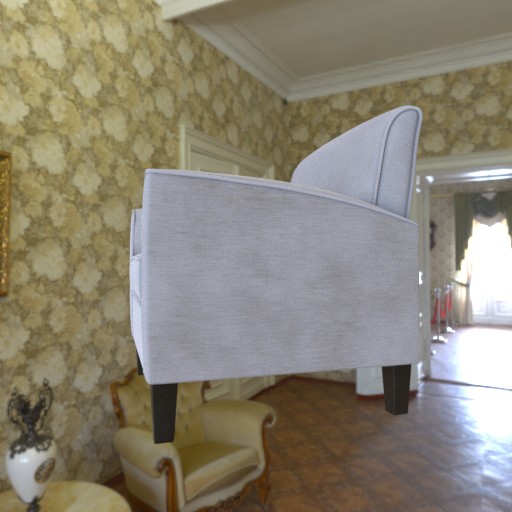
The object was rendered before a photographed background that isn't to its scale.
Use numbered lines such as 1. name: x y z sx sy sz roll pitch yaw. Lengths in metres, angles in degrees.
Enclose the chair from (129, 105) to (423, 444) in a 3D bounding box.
1. chair: 0.000 0.000 1.528 0.821 0.915 0.820 0 -2 -18
